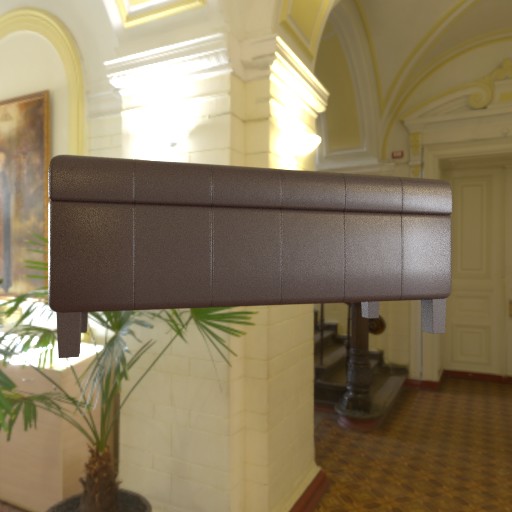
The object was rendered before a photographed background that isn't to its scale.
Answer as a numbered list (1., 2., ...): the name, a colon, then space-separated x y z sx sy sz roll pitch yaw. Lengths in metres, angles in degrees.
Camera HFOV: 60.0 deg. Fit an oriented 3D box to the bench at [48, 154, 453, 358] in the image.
1. bench: 0.000 0.000 1.333 1.092 0.457 0.429 0 0 -18
